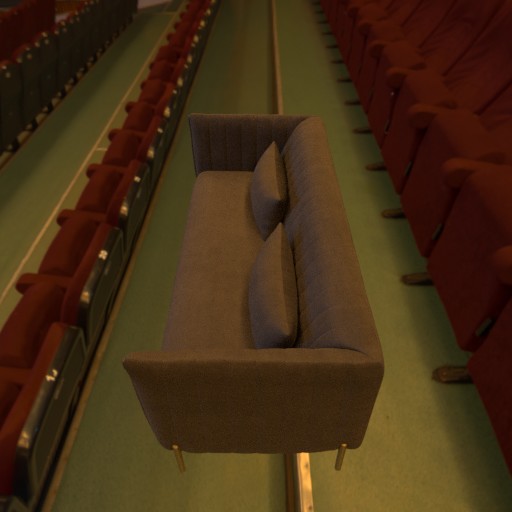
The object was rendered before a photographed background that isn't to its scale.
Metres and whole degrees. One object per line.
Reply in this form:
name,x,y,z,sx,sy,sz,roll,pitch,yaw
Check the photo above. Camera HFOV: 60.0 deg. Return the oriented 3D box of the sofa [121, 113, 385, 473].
sofa,0.000,0.000,2.385,0.876,0.780,1.980,0,42,0
